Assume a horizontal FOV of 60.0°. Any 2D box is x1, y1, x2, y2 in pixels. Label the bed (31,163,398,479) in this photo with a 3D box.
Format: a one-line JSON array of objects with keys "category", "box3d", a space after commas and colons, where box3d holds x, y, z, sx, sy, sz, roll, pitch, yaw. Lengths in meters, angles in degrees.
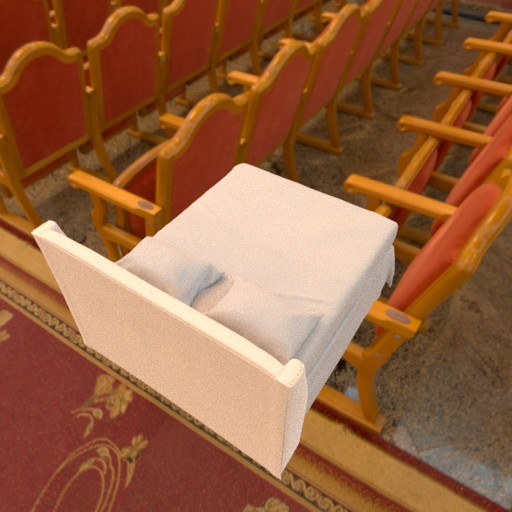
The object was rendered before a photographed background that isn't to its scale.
[{"category": "bed", "box3d": [0.000, 0.000, 3.516, 1.925, 1.332, 2.276, 26, 51, 23]}]
